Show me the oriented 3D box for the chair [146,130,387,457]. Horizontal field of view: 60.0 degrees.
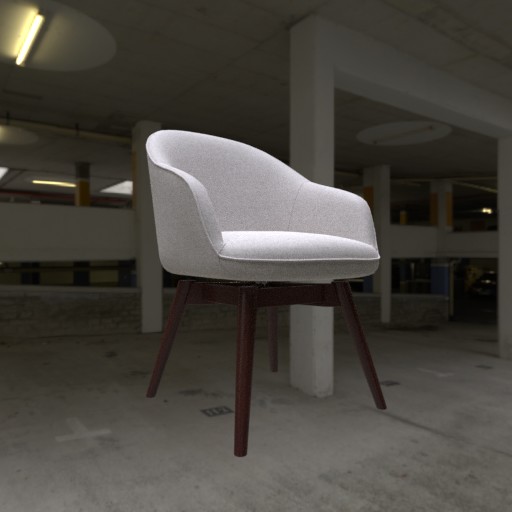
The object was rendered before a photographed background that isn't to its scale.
[{"bbox_3d":[0.000,0.000,1.266,0.596,0.823,0.635,0,0,-36],"label":"chair"}]
